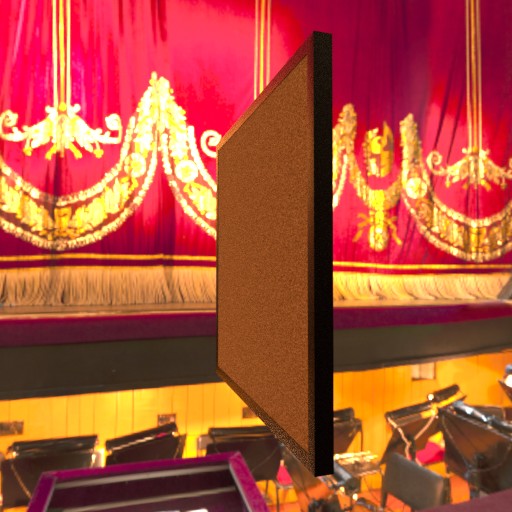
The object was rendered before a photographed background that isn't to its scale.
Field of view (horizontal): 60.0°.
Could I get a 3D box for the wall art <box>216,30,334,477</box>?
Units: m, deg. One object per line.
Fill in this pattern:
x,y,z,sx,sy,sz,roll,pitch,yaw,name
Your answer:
0.000,0.000,1.114,0.036,0.755,0.756,0,-1,-18,wall art
